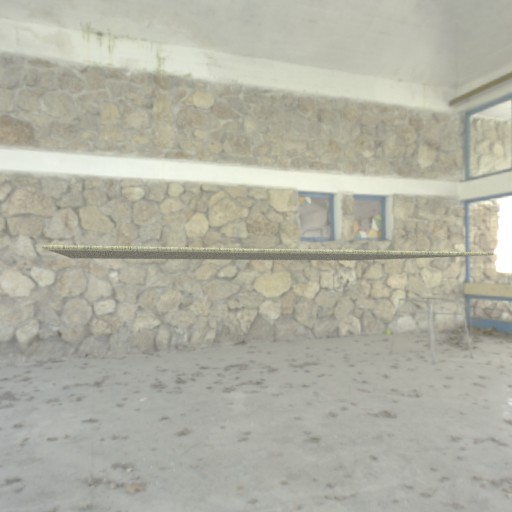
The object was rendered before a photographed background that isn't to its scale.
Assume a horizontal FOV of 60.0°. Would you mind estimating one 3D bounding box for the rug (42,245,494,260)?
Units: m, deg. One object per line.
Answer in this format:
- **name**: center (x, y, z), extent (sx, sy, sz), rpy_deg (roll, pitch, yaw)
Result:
- **rug**: center (0.000, 0.000, 2.272), extent (1.846, 0.014, 1.243), rpy_deg (1, -2, -19)
